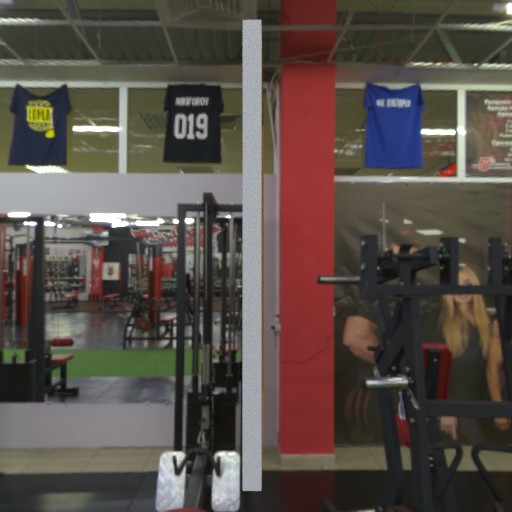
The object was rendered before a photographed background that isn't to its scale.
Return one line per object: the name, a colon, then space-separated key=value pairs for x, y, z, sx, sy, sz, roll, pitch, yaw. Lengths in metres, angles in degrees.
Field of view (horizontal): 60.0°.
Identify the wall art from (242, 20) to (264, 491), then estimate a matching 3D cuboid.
wall art: x=0.000 y=0.000 z=1.165 sx=0.037 sy=0.916 sz=0.610 roll=0 pitch=-1 yaw=1
